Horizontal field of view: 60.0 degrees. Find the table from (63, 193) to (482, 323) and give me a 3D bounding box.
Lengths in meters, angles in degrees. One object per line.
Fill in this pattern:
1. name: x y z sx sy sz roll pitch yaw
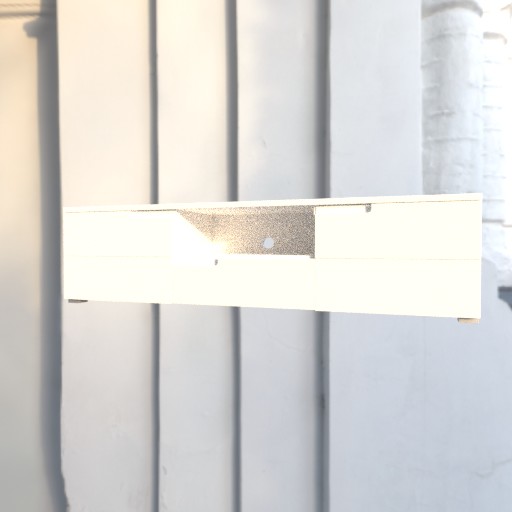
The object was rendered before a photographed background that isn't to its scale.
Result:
1. table: 0.000 0.000 1.863 1.650 0.420 0.390 0 1 19
